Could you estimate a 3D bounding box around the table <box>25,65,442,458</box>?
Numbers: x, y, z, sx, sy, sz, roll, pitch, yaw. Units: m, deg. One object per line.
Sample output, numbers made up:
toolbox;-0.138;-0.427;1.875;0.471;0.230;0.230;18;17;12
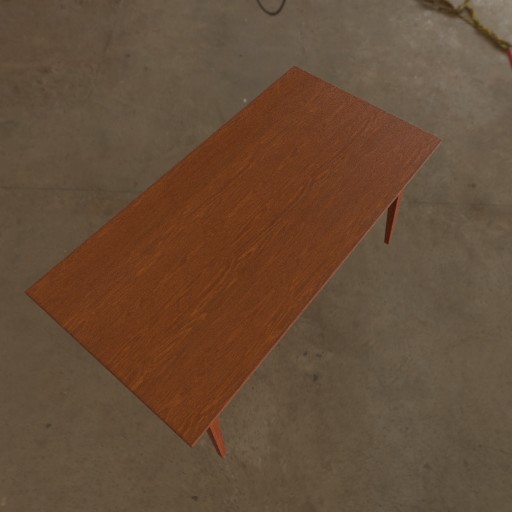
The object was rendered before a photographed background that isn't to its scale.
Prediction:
table;0.000;0.000;2.081;0.811;0.755;1.609;35;65;19
